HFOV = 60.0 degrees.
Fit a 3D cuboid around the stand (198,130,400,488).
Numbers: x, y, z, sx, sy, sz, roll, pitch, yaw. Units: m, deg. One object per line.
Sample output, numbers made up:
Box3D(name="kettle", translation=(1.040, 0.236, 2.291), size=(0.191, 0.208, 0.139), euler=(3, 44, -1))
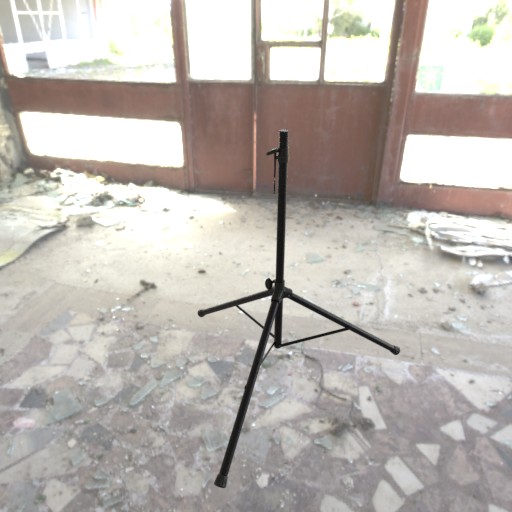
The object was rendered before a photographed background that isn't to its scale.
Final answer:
Box3D(name="stand", translation=(0.000, 0.000, 2.727), size=(1.596, 1.595, 1.339), euler=(-22, 35, -35))
